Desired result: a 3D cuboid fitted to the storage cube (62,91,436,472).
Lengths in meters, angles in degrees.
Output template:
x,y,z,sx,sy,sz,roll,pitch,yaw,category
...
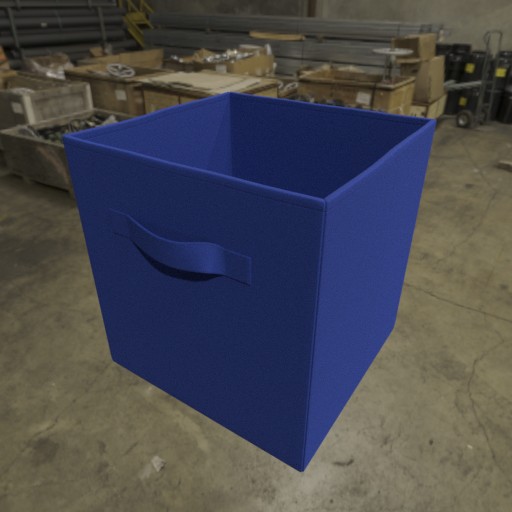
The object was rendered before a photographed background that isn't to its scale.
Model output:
x,y,z,sx,sy,sz,roll,pitch,yaw,category
0.000,0.000,0.490,0.270,0.280,0.270,19,36,29,storage cube
